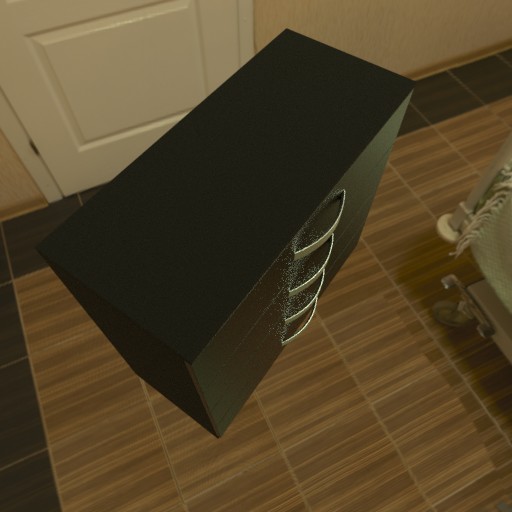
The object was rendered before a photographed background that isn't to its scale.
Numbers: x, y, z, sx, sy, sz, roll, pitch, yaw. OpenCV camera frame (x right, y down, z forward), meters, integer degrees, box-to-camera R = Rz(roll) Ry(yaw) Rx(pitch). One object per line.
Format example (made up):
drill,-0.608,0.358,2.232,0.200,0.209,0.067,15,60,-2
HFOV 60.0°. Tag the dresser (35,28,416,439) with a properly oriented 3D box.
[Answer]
dresser,0.000,0.000,1.139,0.360,0.720,0.750,31,64,17
